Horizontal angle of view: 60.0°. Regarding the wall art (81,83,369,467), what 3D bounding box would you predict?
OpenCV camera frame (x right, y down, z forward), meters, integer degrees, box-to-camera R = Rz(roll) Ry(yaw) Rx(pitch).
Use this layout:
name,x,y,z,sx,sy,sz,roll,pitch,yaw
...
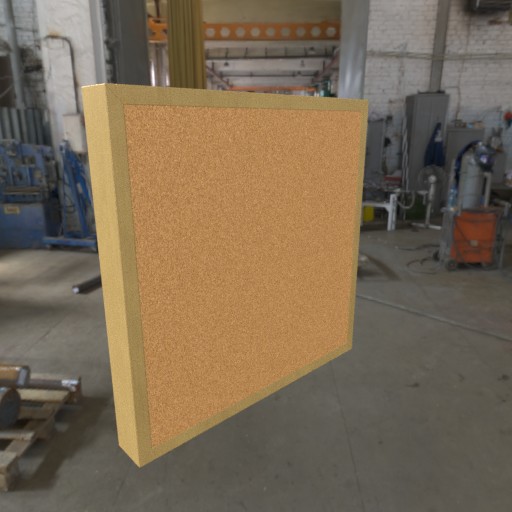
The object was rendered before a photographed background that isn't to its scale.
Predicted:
name,x,y,z,sx,sy,sz,roll,pitch,yaw
wall art,0.000,0.000,0.445,0.305,0.305,0.038,-15,22,-41
